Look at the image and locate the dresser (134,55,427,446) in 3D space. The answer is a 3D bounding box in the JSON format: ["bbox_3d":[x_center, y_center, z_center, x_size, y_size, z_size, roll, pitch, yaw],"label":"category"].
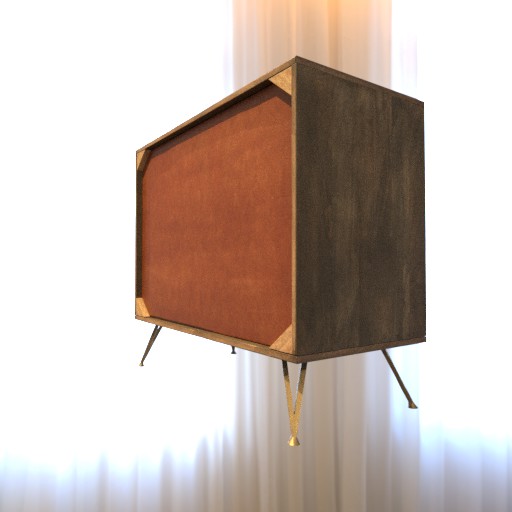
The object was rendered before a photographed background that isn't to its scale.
[{"bbox_3d":[0.000,0.000,1.408,0.453,0.801,0.923,1,-2,-35],"label":"dresser"}]
